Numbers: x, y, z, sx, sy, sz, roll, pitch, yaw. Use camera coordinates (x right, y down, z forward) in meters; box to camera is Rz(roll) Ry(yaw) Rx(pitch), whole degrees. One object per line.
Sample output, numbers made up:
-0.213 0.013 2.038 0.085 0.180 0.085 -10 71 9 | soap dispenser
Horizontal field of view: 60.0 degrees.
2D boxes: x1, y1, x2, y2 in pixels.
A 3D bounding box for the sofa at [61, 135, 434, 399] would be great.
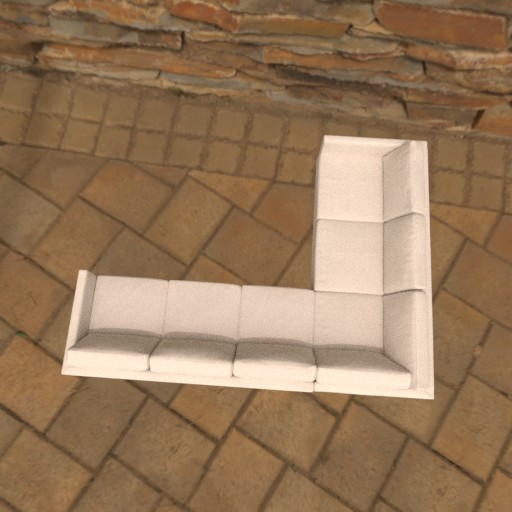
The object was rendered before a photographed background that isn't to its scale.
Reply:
0.000 0.000 4.275 3.182 0.863 2.432 4 76 1 | sofa
